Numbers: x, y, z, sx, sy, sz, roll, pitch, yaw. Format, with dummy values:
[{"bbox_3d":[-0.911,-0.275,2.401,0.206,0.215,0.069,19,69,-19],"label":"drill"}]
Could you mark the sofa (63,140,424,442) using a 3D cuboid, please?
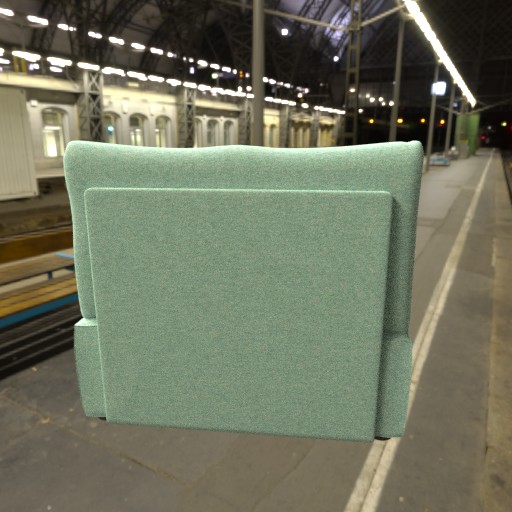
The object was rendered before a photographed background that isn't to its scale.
[{"bbox_3d":[0.000,0.000,1.627,0.930,0.820,1.000,2,15,6],"label":"sofa"}]
